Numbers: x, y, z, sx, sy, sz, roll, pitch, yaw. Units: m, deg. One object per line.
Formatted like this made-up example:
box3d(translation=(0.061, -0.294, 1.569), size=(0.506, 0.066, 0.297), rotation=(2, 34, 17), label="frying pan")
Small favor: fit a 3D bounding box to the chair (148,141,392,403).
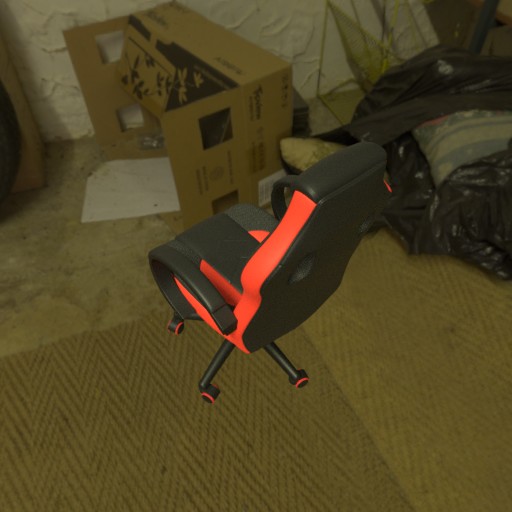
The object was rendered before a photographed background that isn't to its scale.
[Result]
box3d(translation=(0.000, 0.000, 1.383), size=(0.600, 1.016, 0.642), rotation=(-33, 55, -27), label="chair")
